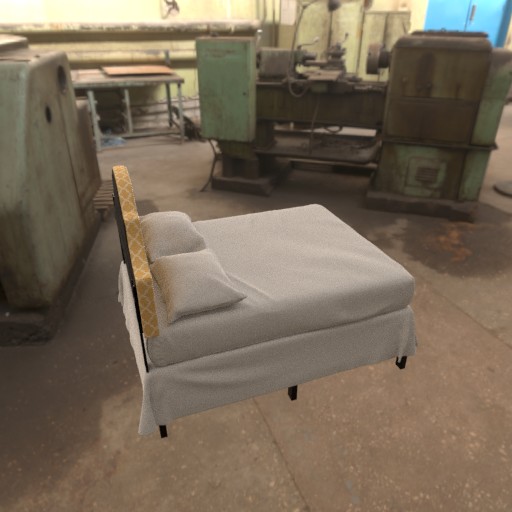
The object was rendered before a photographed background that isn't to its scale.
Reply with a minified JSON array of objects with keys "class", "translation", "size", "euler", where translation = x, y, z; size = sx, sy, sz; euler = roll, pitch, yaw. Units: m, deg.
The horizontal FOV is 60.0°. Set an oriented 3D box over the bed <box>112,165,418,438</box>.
[{"class":"bed","translation":[0.000,0.000,3.559],"size":[2.222,1.633,1.780],"euler":[-10,30,-17]}]
